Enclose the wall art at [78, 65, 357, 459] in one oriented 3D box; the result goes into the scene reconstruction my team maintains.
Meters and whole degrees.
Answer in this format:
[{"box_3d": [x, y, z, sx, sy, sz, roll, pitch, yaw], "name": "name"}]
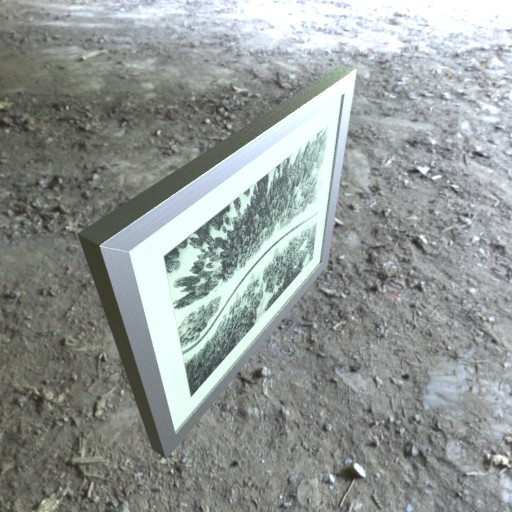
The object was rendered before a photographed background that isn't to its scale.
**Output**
[{"box_3d": [0.000, 0.000, 0.740, 0.032, 0.456, 0.557, 25, 48, 25], "name": "wall art"}]
